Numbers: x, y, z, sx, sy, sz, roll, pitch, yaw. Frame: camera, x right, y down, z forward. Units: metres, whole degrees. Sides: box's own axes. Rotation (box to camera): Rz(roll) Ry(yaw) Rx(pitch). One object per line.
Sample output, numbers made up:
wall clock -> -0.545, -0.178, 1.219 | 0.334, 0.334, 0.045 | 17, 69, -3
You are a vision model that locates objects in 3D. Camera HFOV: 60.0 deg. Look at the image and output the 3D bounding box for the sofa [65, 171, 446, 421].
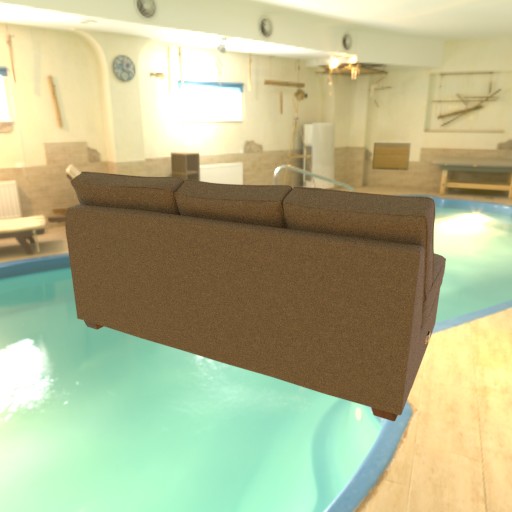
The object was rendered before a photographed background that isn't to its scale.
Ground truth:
sofa -> 0.000, 0.000, 2.560 | 1.963, 0.946, 1.034 | 9, 20, 27
